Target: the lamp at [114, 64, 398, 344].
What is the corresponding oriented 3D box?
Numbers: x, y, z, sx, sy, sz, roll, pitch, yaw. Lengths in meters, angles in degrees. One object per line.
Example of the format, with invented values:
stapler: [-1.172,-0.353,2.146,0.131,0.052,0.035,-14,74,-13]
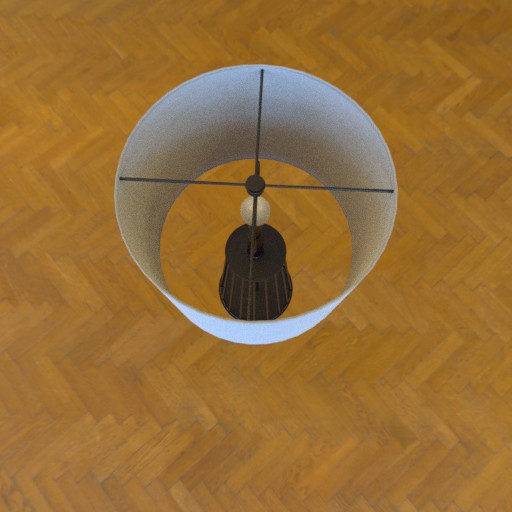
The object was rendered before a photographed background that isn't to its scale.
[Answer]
lamp: [0.000,0.000,0.788,0.322,0.593,0.322,3,74,1]
